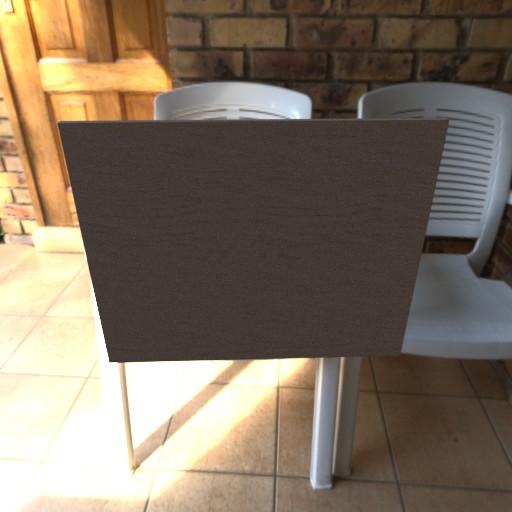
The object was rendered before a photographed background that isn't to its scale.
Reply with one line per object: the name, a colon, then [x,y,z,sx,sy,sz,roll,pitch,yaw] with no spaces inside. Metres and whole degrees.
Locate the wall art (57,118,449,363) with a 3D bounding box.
wall art: [0.000,0.000,0.678,0.508,0.406,0.013,-1,29,-2]
